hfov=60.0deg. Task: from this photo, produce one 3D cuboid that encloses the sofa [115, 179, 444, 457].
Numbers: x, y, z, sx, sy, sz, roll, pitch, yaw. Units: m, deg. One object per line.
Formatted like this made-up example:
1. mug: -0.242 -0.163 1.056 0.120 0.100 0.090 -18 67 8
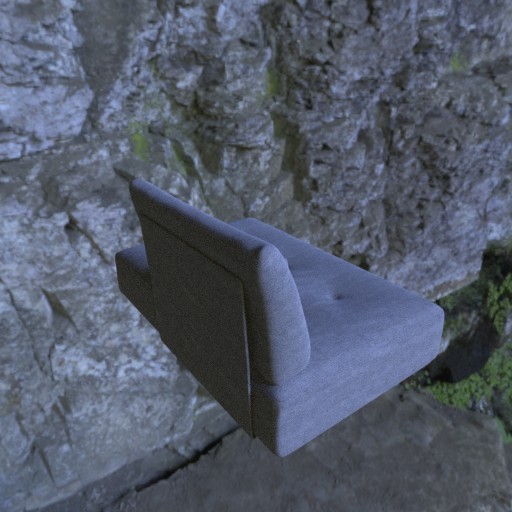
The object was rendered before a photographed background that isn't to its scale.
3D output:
1. sofa: 0.000 0.000 2.102 1.002 0.820 1.450 -18 30 -33
